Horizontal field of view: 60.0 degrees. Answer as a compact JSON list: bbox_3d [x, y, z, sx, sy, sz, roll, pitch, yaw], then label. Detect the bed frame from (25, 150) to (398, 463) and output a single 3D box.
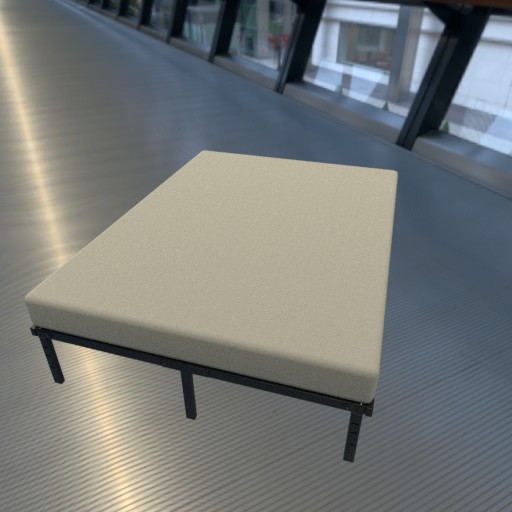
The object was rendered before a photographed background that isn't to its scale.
[{"bbox_3d":[0.000,0.000,3.477,1.990,0.680,2.635,9,34,14],"label":"bed frame"}]
